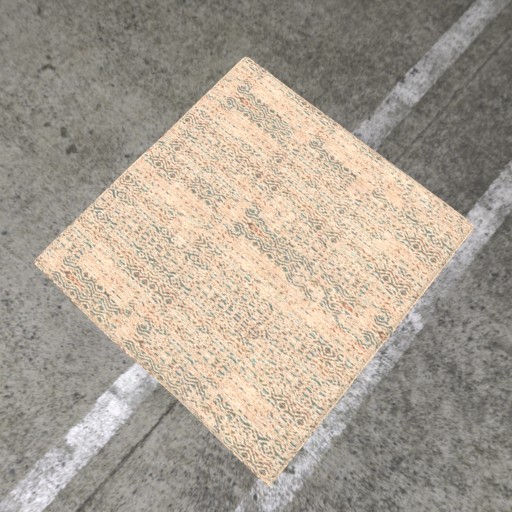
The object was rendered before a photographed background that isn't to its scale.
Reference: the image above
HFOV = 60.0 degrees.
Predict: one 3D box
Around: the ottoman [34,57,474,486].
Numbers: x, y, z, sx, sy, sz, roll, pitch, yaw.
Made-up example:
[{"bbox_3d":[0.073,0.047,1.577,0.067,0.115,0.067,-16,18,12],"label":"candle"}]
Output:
[{"bbox_3d":[0.000,0.000,1.509,0.968,0.356,1.004,40,79,10],"label":"ottoman"}]
